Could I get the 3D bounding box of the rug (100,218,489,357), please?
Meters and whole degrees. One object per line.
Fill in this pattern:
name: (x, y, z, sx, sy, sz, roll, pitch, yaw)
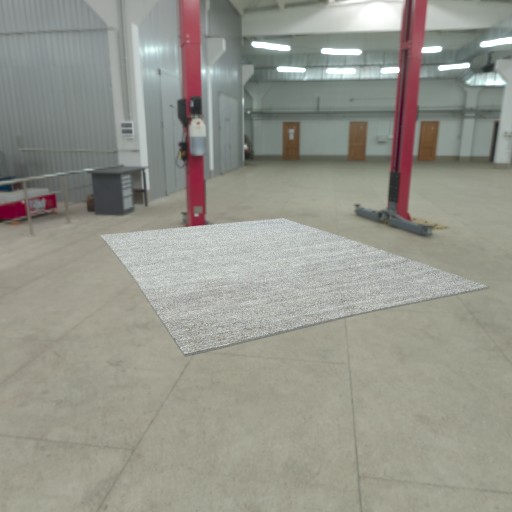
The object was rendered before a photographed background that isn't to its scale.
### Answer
rug: (0.000, 0.000, 4.245, 2.434, 0.045, 3.202, -7, 17, -25)
